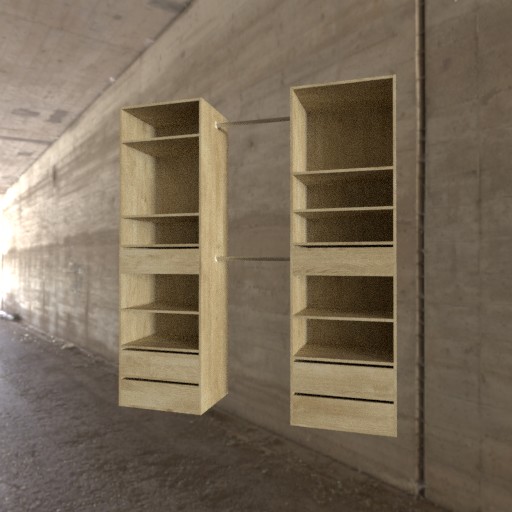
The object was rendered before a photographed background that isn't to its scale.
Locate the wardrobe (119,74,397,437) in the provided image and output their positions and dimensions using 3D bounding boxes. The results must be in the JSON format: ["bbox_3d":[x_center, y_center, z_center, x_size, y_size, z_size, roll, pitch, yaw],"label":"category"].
[{"bbox_3d":[0.000,0.000,2.937,1.770,2.000,0.480,0,-1,17],"label":"wardrobe"}]
